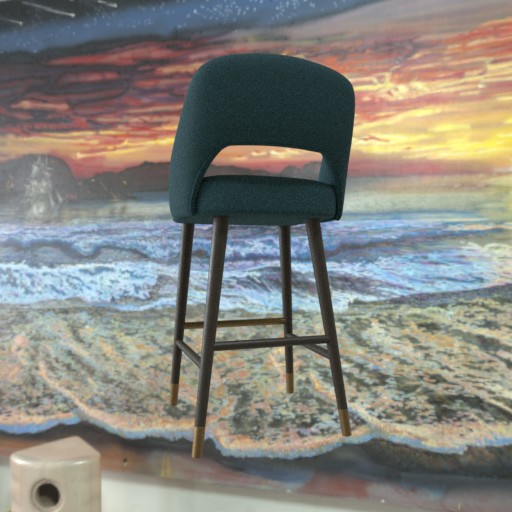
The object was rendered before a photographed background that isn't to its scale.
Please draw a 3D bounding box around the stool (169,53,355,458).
[{"bbox_3d":[0.000,0.000,1.369,0.536,1.032,0.522,0,0,-19],"label":"stool"}]
